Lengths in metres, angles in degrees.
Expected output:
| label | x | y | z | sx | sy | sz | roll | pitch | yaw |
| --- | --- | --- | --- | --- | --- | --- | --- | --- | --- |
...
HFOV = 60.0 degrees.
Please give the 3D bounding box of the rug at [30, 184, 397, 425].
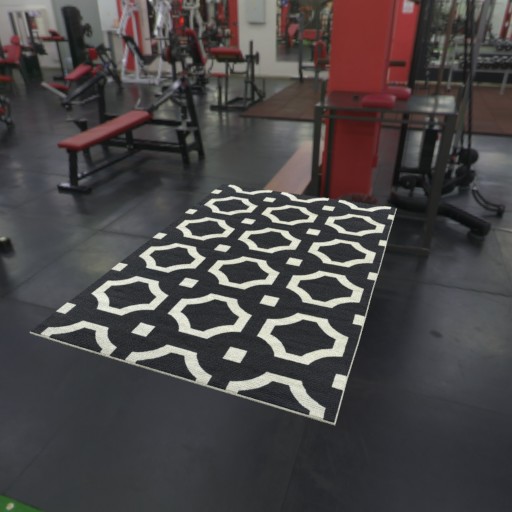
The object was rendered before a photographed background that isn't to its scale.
| label | x | y | z | sx | sy | sz | roll | pitch | yaw |
| --- | --- | --- | --- | --- | --- | --- | --- | --- | --- |
| rug | 0.000 | 0.000 | 2.905 | 1.555 | 0.016 | 2.286 | 11 | 31 | 18 |
